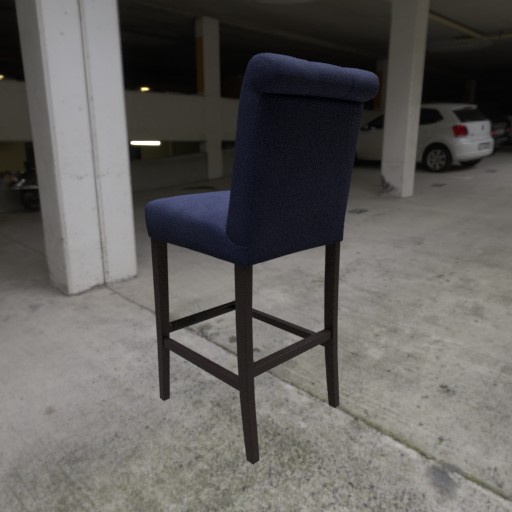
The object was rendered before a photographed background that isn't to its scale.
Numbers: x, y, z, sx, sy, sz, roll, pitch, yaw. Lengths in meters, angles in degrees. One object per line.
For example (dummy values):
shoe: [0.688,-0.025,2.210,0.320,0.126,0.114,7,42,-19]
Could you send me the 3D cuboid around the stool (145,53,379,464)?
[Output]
stool: [0.000,0.000,1.476,0.493,1.140,0.601,-14,20,-42]
